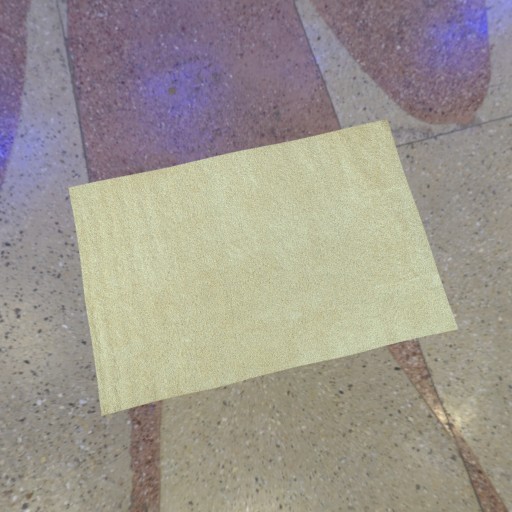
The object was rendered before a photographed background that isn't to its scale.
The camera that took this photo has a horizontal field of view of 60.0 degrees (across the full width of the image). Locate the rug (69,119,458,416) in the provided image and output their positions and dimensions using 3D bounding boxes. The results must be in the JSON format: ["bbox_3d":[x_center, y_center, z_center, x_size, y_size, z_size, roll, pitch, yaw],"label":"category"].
[{"bbox_3d":[0.000,0.000,3.469,2.699,0.025,1.800,-13,77,-3],"label":"rug"}]
